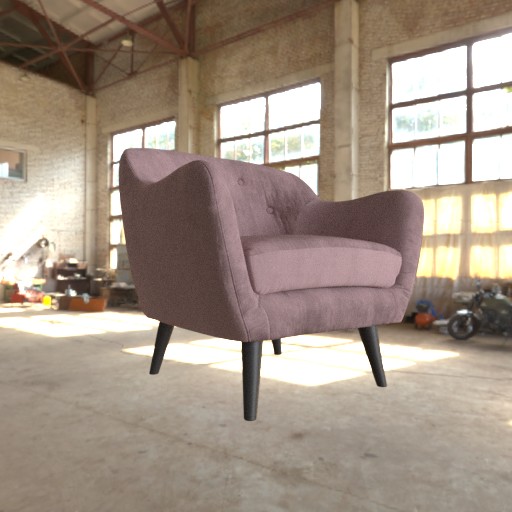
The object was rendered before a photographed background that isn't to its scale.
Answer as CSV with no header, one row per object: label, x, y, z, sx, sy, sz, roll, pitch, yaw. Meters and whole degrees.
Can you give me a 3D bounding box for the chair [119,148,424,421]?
chair,0.000,0.000,1.523,0.840,0.820,0.820,0,-1,-35
